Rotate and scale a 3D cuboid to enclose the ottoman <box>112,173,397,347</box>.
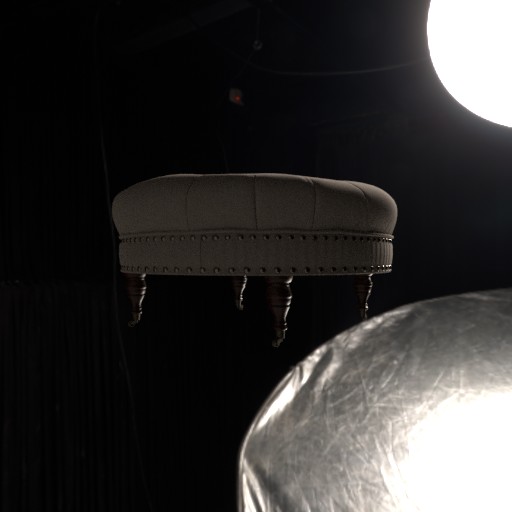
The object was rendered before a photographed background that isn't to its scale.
[{"bbox_3d":[0.000,0.000,1.446,0.901,0.439,0.901,0,0,0],"label":"ottoman"}]
